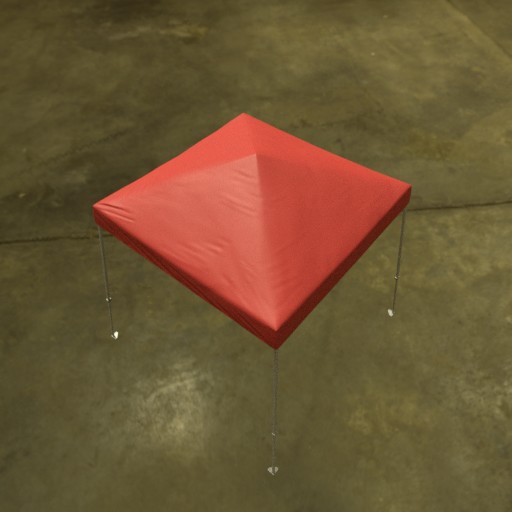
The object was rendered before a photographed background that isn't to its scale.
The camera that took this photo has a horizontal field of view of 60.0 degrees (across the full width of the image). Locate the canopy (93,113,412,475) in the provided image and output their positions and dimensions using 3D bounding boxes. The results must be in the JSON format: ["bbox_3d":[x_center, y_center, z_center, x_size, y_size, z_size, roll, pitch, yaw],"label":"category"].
[{"bbox_3d":[0.000,0.000,5.235,2.849,2.849,2.848,31,55,25],"label":"canopy"}]
